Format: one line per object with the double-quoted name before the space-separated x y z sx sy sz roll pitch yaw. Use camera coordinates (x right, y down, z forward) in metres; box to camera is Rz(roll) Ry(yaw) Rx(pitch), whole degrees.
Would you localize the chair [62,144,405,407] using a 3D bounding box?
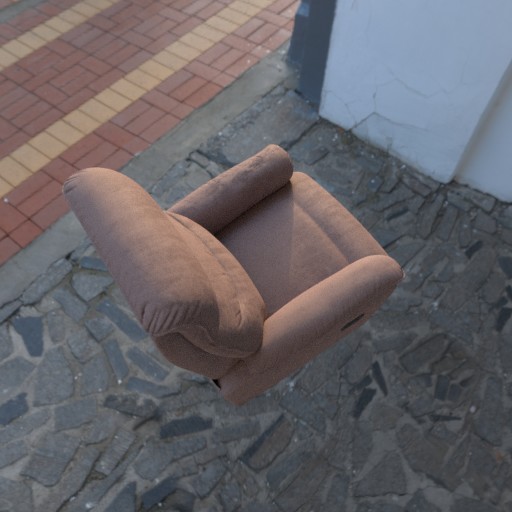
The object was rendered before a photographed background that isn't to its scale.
"chair" 0.000 0.000 1.708 1.004 1.037 0.820 -30 63 -18
